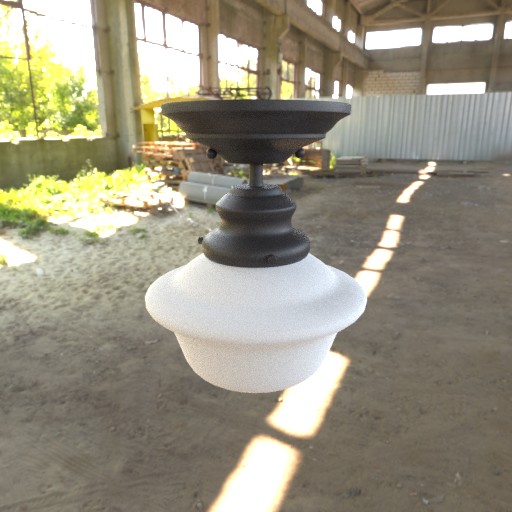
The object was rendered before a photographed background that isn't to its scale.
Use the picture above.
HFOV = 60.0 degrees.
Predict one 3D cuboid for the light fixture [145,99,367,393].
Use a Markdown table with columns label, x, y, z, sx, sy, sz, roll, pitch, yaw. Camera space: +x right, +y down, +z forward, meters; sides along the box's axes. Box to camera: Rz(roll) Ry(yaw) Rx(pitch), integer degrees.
| label | x | y | z | sx | sy | sz | roll | pitch | yaw |
| --- | --- | --- | --- | --- | --- | --- | --- | --- | --- |
| light fixture | 0.000 | 0.000 | 0.395 | 0.197 | 0.254 | 0.197 | 0 | 16 | 0 |
